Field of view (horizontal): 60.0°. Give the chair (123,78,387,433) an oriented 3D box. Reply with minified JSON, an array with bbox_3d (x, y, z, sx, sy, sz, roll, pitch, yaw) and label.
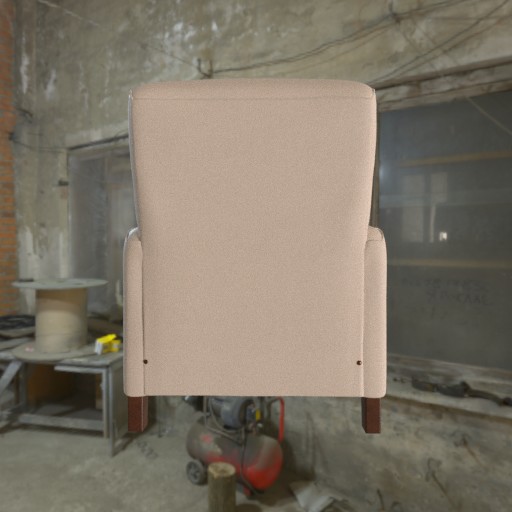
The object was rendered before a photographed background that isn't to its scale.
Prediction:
[{"bbox_3d":[0.000,0.000,1.634,0.841,1.028,0.858,0,2,1],"label":"chair"}]
